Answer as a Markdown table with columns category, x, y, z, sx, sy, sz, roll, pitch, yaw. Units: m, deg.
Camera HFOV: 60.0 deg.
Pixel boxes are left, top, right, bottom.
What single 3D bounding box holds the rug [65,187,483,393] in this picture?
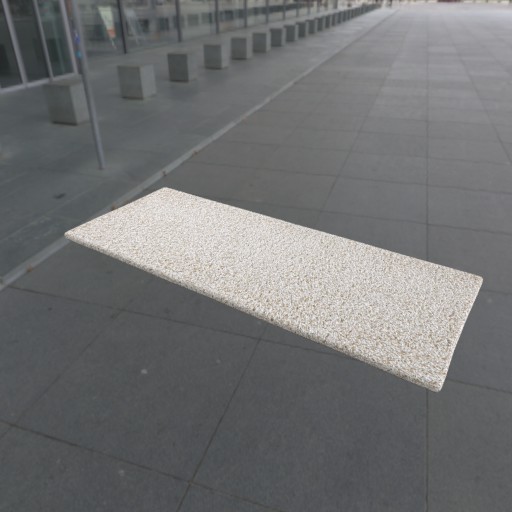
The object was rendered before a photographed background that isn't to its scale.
| category | x | y | z | sx | sy | sz | roll | pitch | yaw |
| --- | --- | --- | --- | --- | --- | --- | --- | --- | --- |
| rug | 0.000 | 0.000 | 1.707 | 1.524 | 0.030 | 0.609 | 19 | 36 | 28 |
